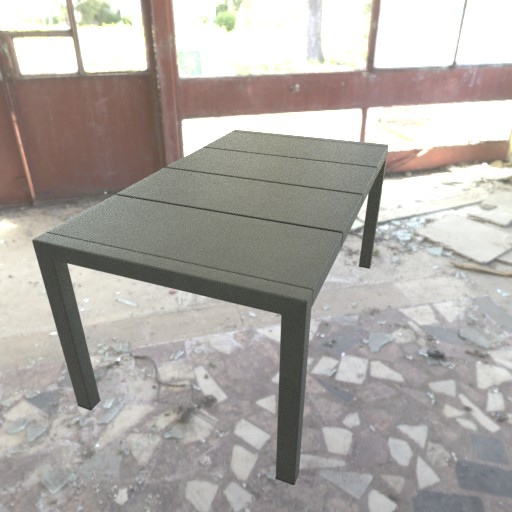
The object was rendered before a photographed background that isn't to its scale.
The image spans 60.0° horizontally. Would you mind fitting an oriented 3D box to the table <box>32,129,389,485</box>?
[{"bbox_3d":[0.000,0.000,1.276,0.559,0.460,0.965,11,31,19],"label":"table"}]
